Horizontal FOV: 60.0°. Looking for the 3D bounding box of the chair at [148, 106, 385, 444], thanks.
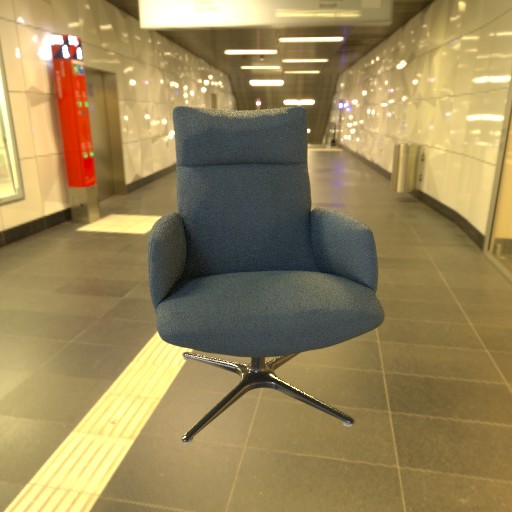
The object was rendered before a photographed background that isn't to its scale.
[{"bbox_3d":[0.000,0.000,1.566,0.711,1.016,0.889,-3,18,-9],"label":"chair"}]
